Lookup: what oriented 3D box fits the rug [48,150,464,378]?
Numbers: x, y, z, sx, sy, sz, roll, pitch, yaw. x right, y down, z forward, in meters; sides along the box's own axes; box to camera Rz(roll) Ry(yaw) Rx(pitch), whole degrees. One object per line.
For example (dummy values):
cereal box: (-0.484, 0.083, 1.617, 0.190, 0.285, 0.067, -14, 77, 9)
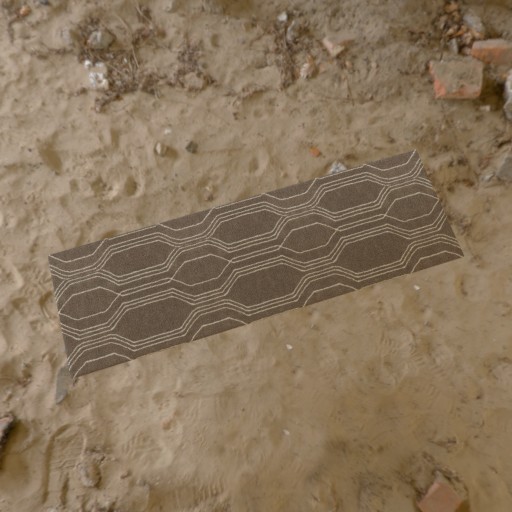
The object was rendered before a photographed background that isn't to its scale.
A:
rug: (0.000, 0.000, 2.743, 2.464, 0.012, 0.773, -17, 75, -5)
